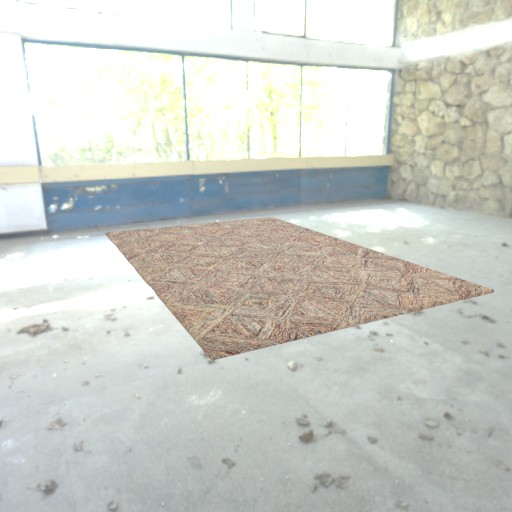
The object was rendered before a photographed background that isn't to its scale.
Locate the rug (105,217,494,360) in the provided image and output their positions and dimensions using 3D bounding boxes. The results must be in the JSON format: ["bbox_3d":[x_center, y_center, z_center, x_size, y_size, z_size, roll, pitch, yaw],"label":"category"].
[{"bbox_3d":[0.000,0.000,2.873,1.523,0.019,2.285,-8,17,-26],"label":"rug"}]
